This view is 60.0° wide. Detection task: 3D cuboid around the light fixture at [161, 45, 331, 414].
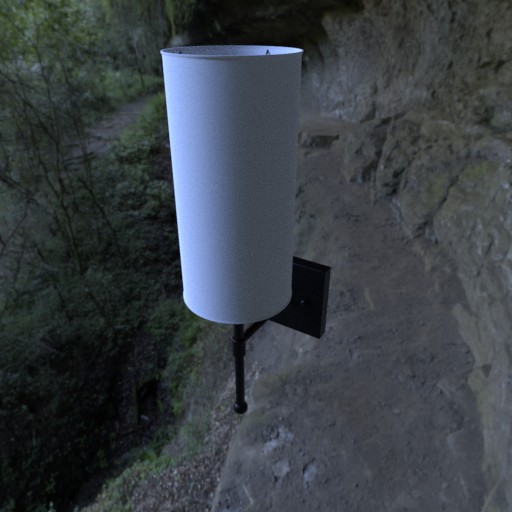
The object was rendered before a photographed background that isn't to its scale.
[{"bbox_3d":[0.000,0.000,0.541,0.128,0.462,0.208,17,33,28],"label":"light fixture"}]
